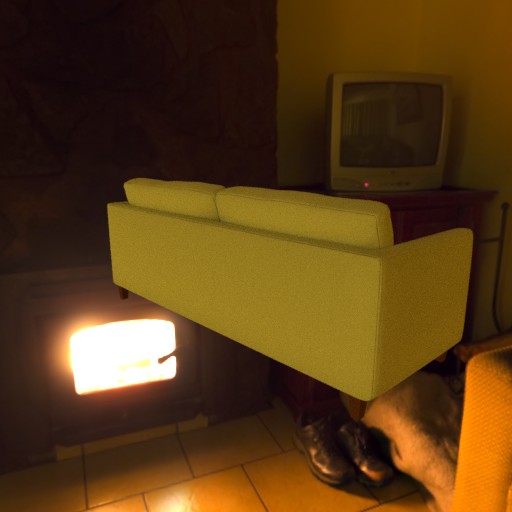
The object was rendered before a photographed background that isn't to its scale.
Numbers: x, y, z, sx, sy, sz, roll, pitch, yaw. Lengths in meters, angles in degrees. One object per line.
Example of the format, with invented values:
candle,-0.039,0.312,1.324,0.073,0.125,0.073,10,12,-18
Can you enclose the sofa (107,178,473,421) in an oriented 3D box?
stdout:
sofa,0.000,0.000,2.942,0.948,0.965,2.434,-12,18,-42
